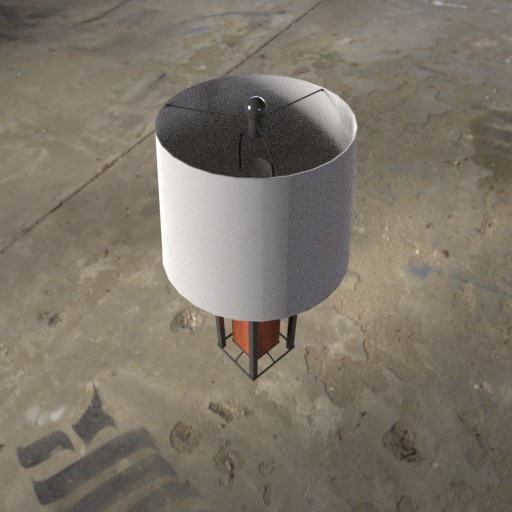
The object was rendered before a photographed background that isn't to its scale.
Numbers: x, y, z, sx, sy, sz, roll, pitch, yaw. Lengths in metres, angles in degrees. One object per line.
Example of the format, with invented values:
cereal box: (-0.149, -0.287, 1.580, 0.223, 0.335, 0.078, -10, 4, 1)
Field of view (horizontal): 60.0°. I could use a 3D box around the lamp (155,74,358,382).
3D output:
lamp: (0.000, 0.000, 0.784, 0.320, 0.591, 0.320, 0, 46, 0)
